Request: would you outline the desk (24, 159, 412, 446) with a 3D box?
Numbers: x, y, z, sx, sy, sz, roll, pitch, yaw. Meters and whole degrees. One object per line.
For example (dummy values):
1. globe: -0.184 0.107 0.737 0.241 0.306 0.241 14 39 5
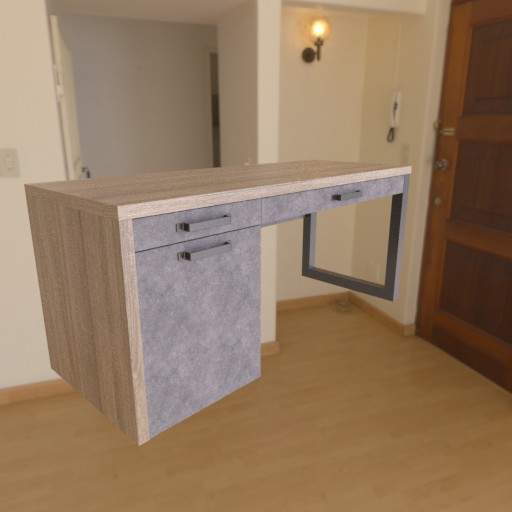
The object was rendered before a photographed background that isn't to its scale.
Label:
1. desk: 0.000 0.000 2.066 0.690 0.760 1.700 15 22 42
